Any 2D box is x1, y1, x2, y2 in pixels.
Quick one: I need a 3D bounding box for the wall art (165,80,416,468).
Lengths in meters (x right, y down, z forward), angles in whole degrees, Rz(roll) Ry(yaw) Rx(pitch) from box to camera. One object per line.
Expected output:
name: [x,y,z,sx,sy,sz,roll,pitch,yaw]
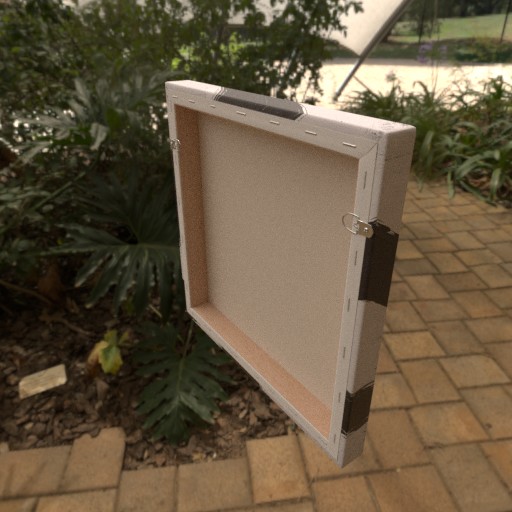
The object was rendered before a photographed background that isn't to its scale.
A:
wall art: [0.000,0.000,0.748,0.050,0.508,0.507,-19,33,-31]
